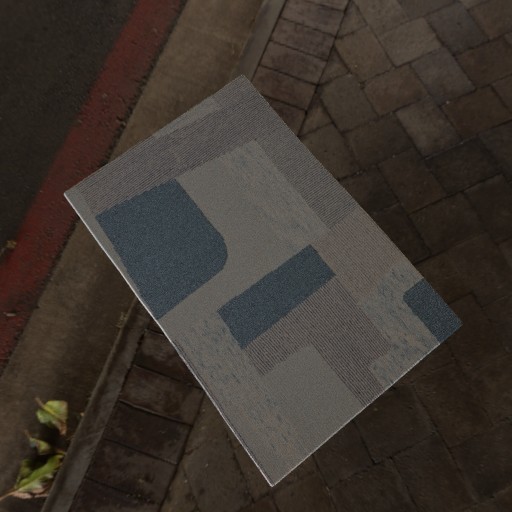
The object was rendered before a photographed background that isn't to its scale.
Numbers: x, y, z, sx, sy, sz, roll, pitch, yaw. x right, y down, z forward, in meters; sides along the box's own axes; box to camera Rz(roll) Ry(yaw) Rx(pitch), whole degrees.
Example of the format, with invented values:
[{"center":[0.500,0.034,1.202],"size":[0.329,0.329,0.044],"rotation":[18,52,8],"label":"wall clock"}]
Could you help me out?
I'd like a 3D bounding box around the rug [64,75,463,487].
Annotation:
[{"center":[0.000,0.000,2.335],"size":[1.238,0.020,1.847],"rotation":[-37,78,-9],"label":"rug"}]
